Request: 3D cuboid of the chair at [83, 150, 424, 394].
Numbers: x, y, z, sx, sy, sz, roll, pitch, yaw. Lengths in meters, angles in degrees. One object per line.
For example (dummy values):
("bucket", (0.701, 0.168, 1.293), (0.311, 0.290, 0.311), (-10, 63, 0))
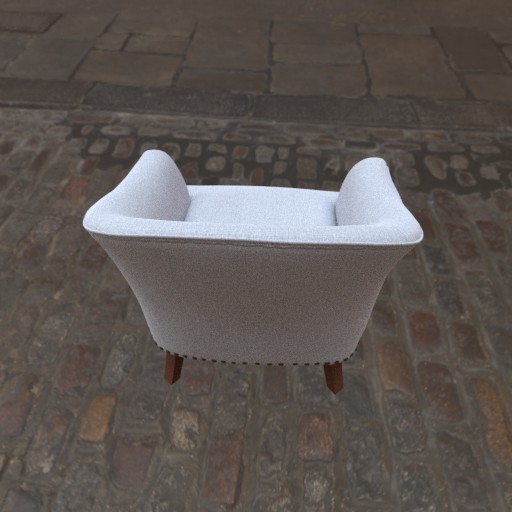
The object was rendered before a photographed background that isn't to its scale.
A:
("chair", (0.000, 0.000, 1.371), (0.798, 0.815, 0.704), (3, 46, 3))
